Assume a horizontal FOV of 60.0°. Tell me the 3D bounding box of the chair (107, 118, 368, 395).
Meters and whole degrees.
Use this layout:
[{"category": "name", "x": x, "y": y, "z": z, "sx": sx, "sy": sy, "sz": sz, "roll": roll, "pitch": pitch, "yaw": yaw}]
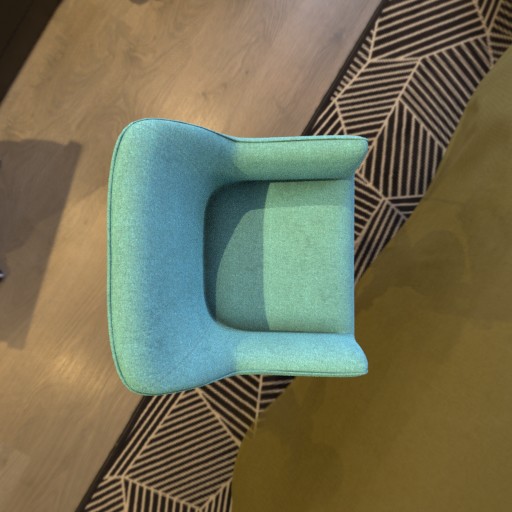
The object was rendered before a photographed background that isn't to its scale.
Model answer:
[{"category": "chair", "x": 0.000, "y": 0.000, "z": 1.137, "sx": 0.519, "sy": 0.803, "sz": 0.543, "roll": 0, "pitch": 90, "yaw": -1}]
